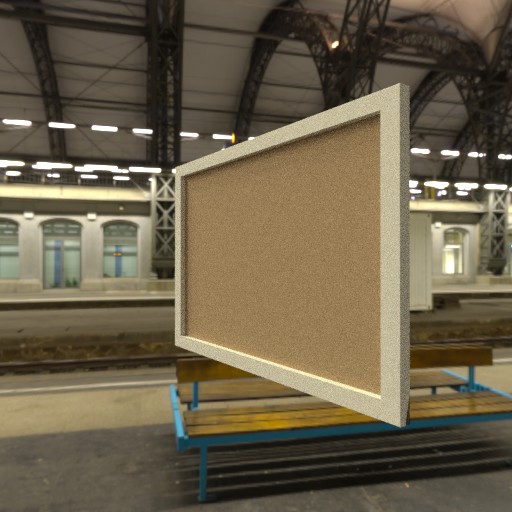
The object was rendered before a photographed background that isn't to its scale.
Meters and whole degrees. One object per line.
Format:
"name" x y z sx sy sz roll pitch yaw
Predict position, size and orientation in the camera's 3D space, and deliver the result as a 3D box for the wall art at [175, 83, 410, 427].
"wall art" 0.000 0.000 1.459 0.038 0.767 1.144 0 0 -36
